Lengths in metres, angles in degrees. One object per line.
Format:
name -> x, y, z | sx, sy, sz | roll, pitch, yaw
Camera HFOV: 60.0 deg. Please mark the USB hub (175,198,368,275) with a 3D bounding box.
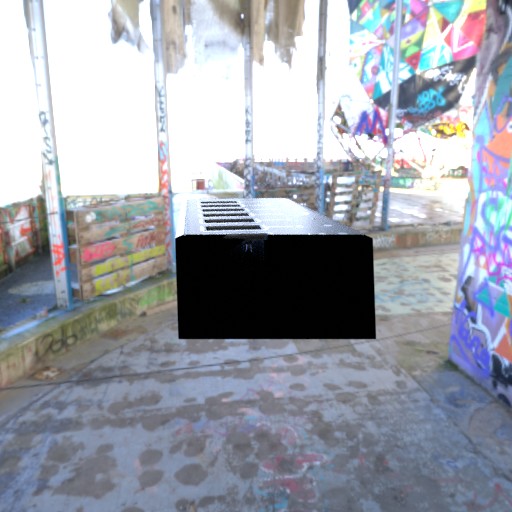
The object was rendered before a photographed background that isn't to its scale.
USB hub -> 0.000, 0.000, 0.130 | 0.044, 0.023, 0.110 | -2, 13, -8
